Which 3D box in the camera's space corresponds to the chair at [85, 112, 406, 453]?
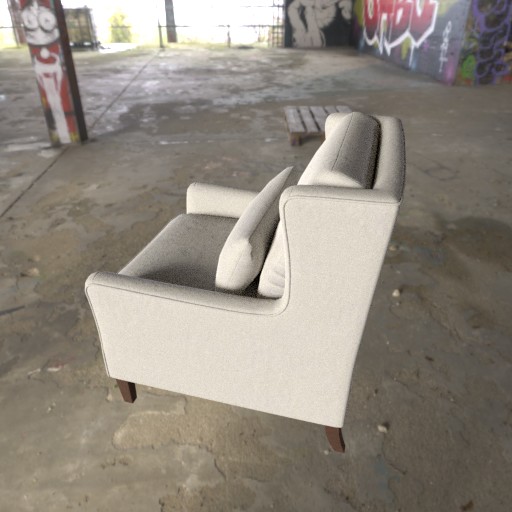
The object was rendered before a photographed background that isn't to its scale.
[{"bbox_3d":[0.000,0.000,1.847,1.040,1.056,0.982,8,31,13],"label":"chair"}]
